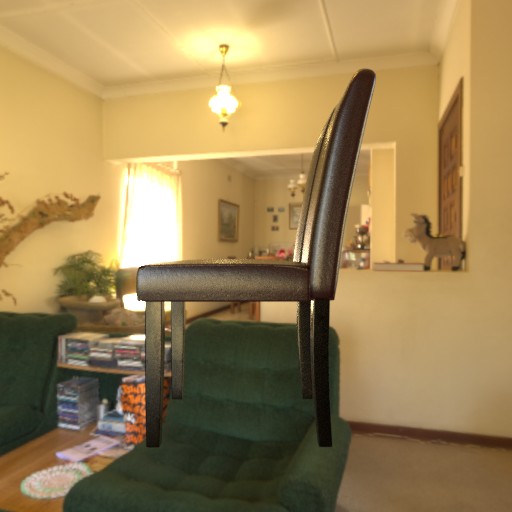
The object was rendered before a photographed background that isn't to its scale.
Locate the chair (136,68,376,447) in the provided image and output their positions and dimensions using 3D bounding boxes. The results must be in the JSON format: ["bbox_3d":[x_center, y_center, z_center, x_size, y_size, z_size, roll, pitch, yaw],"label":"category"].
[{"bbox_3d":[0.000,0.000,1.218,0.556,0.897,0.399,0,1,0],"label":"chair"}]
